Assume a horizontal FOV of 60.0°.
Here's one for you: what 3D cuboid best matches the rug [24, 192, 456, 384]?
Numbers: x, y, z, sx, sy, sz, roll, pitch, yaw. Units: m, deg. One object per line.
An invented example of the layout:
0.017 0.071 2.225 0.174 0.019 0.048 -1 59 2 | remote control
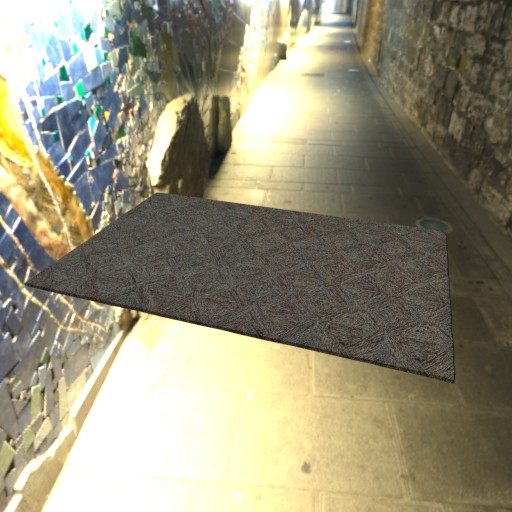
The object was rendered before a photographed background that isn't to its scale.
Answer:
0.000 0.000 2.145 1.761 0.014 1.143 10 31 16 | rug
